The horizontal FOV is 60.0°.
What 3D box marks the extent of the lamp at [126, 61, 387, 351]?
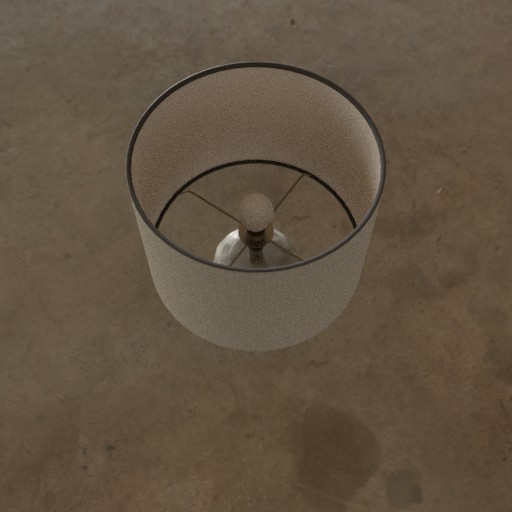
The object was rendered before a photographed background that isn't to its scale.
[{"bbox_3d":[0.000,0.000,0.822,0.376,0.594,0.376,0,65,0],"label":"lamp"}]
